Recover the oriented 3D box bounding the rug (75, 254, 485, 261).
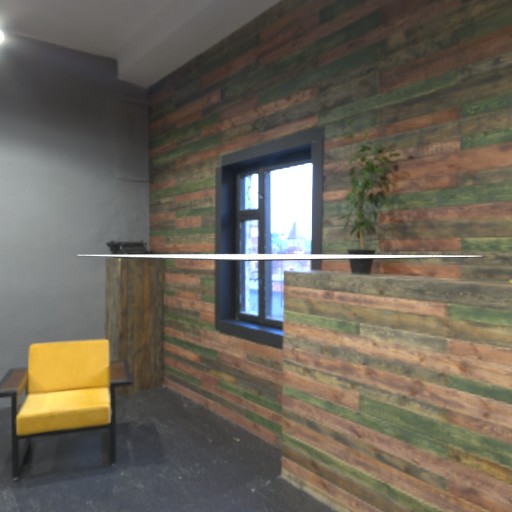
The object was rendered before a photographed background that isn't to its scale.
[{"bbox_3d":[0.000,0.000,4.116,2.438,0.012,3.048,0,1,-37],"label":"rug"}]
